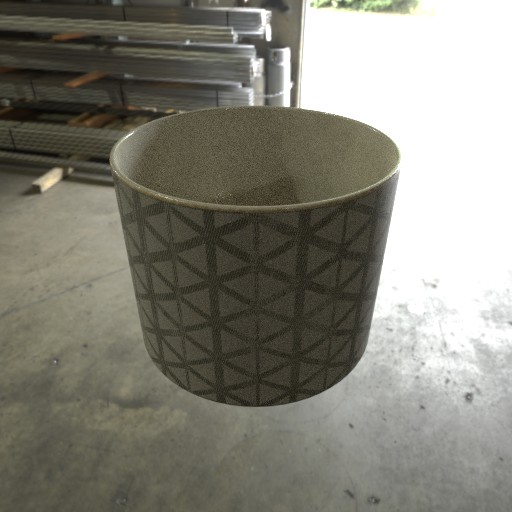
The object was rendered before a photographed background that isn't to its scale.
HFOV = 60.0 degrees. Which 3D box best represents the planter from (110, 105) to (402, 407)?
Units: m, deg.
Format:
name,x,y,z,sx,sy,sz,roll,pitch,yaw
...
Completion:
name,x,y,z,sx,sy,sz,roll,pitch,yaw
planter,0.000,0.000,0.347,0.190,0.181,0.190,0,33,0
